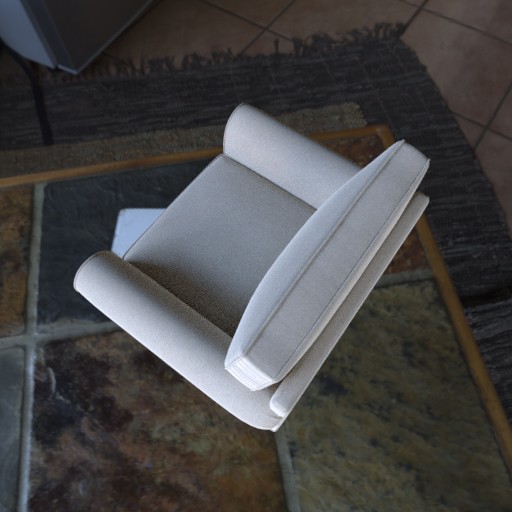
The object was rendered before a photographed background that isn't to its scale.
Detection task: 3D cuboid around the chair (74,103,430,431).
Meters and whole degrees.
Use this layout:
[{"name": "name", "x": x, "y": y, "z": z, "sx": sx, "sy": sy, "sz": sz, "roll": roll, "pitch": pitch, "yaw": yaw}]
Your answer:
[{"name": "chair", "x": 0.000, "y": 0.000, "z": 1.717, "sx": 0.863, "sy": 0.955, "sz": 1.040, "roll": 34, "pitch": 69, "yaw": 15}]
